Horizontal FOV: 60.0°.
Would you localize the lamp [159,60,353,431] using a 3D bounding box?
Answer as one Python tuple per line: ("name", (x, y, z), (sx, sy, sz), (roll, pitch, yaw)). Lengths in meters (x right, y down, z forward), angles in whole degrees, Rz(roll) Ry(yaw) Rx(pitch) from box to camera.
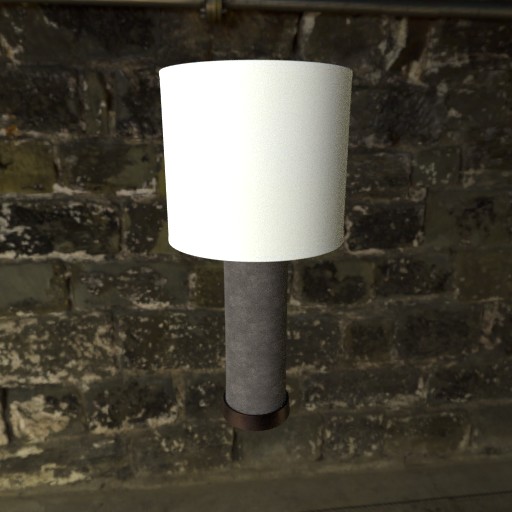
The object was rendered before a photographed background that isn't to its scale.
("lamp", (0.000, 0.000, 0.788), (0.301, 0.630, 0.301), (2, 16, 8))
